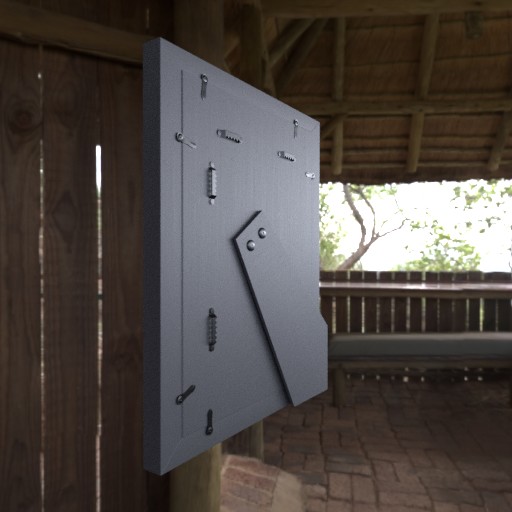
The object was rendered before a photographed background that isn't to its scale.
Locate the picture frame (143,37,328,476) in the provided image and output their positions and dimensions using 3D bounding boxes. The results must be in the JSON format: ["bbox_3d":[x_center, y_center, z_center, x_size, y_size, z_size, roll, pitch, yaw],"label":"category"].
[{"bbox_3d":[0.000,0.000,0.515,0.036,0.383,0.307,0,1,35],"label":"picture frame"}]
